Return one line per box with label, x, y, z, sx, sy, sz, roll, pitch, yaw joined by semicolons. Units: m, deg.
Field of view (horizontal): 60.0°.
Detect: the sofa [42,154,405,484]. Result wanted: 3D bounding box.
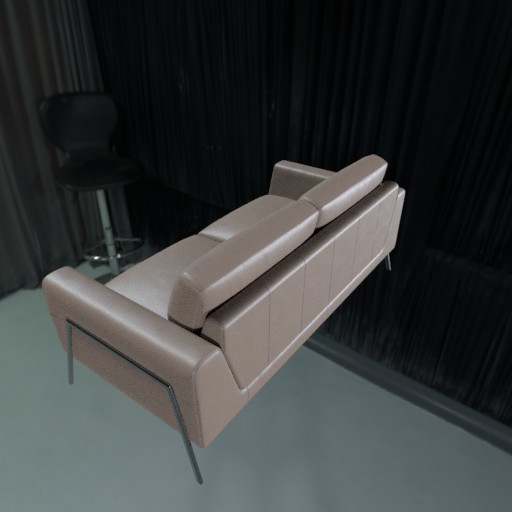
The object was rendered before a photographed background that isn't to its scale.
sofa;0.000;0.000;2.518;0.953;0.875;2.017;21;37;31
